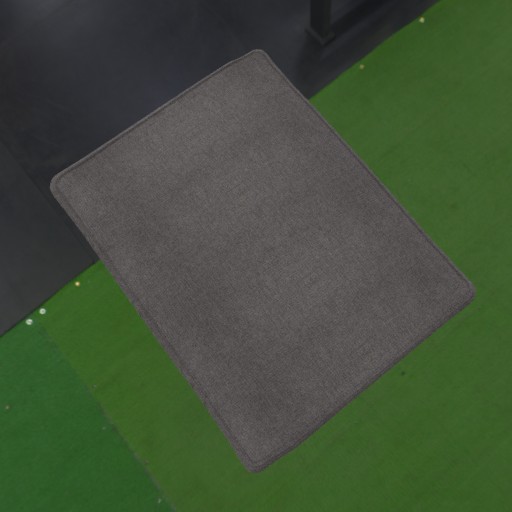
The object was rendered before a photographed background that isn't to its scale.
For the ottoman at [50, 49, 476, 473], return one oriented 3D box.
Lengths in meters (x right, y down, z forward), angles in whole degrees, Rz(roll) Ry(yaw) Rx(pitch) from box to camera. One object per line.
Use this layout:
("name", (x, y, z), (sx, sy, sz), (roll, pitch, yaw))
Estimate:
("ottoman", (0.000, 0.000, 1.205), (0.652, 0.492, 0.833), (-37, 79, -8))
